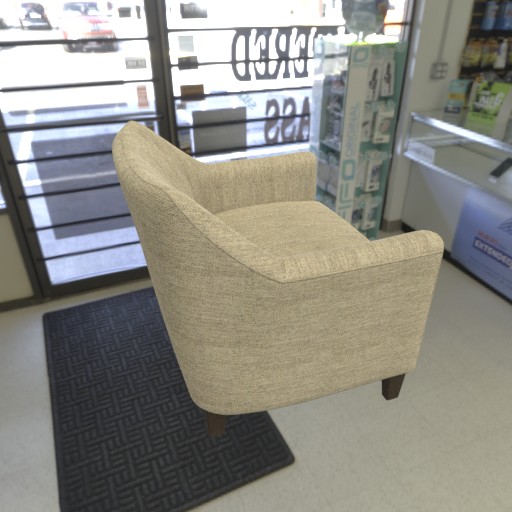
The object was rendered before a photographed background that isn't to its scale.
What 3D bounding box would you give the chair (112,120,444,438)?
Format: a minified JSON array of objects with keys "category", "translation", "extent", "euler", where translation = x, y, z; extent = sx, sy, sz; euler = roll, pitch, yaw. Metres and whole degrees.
[{"category":"chair","translation":[0.000,0.000,1.401],"extent":[0.758,0.761,0.796],"euler":[-10,32,-17]}]
